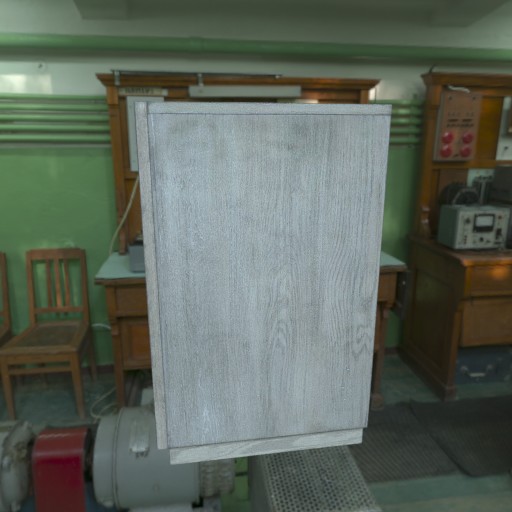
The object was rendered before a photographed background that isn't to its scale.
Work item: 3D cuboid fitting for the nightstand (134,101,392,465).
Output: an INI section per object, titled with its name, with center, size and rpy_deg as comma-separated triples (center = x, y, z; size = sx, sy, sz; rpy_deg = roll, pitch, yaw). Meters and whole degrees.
[nightstand]
center = 0.000, 0.000, 1.092
size = 0.483, 0.673, 0.612
rpy_deg = -2, 15, -9
